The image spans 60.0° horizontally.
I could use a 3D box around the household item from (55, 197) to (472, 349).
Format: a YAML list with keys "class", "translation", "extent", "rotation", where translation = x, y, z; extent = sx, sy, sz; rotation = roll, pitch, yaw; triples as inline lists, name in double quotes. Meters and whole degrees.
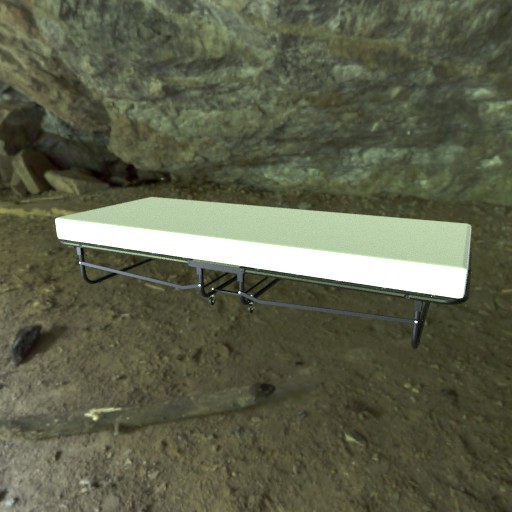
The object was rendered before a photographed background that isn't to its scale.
- class: "household item"
  translation: [0.000, 0.000, 2.168]
  extent: [1.905, 0.356, 0.787]
  rotation: [8, 18, 25]
